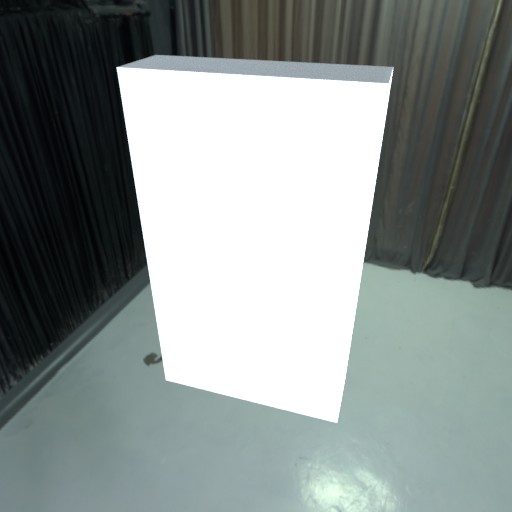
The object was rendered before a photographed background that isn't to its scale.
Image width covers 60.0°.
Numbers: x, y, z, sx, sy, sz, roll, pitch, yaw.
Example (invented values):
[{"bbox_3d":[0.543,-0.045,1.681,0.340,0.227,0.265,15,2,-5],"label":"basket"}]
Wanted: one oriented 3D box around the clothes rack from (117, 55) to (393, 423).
[{"bbox_3d":[0.000,0.000,1.608,0.750,1.280,0.250,9,34,14],"label":"clothes rack"}]
